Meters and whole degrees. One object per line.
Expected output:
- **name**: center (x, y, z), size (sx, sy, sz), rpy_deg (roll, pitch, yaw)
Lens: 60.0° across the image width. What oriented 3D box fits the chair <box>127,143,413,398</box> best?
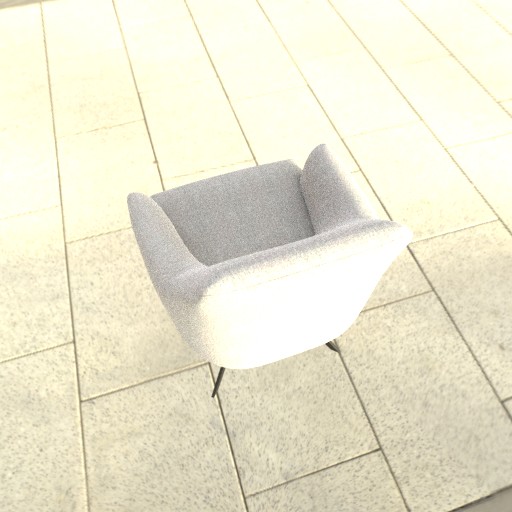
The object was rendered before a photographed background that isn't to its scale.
- **chair**: center (0.000, 0.000, 1.341), size (0.642, 0.874, 0.677), rpy_deg (-17, 59, -11)
